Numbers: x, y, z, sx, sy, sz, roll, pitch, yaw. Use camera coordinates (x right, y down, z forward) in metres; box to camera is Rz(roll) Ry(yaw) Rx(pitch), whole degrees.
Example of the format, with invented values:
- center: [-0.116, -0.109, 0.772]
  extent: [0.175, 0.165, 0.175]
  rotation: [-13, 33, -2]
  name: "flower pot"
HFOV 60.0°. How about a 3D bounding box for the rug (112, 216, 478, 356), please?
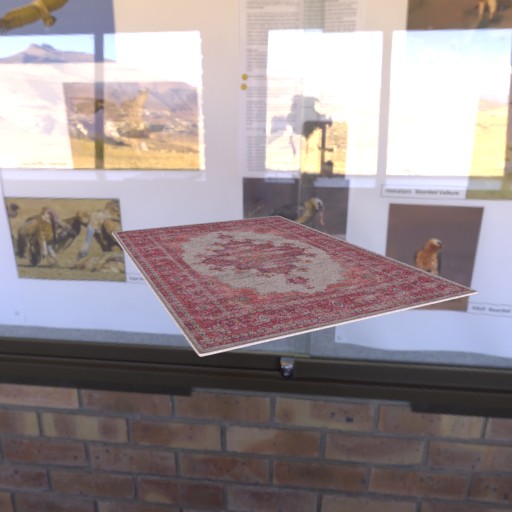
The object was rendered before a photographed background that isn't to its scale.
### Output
- center: [0.000, 0.000, 3.854]
  extent: [2.005, 0.014, 2.878]
  rotation: [-8, 18, -24]
  name: "rug"
